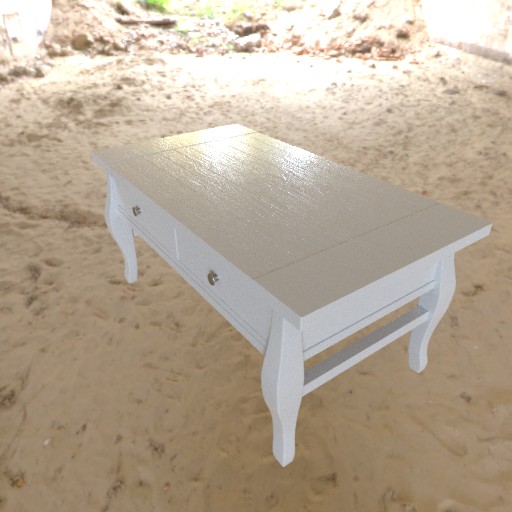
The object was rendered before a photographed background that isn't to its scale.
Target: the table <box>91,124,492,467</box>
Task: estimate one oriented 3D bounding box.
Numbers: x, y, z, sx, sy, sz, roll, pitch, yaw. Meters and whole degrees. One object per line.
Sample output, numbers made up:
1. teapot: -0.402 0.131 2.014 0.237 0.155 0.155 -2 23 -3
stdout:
1. table: 0.000 0.000 1.374 0.600 0.495 1.062 -21 37 -30
